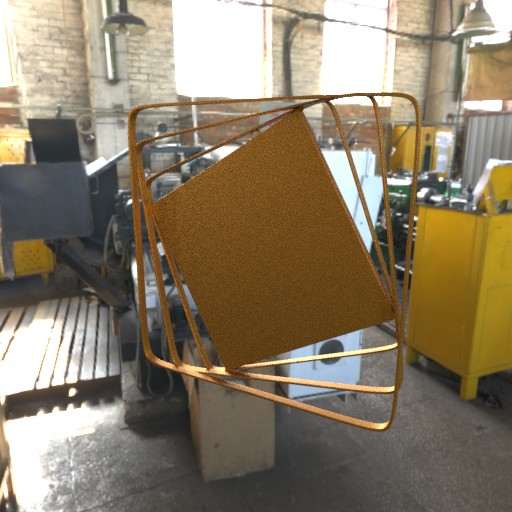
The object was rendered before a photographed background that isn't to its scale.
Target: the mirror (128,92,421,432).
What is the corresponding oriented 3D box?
[{"bbox_3d":[0.000,0.000,0.696,0.470,0.468,0.045,8,16,28],"label":"mirror"}]
